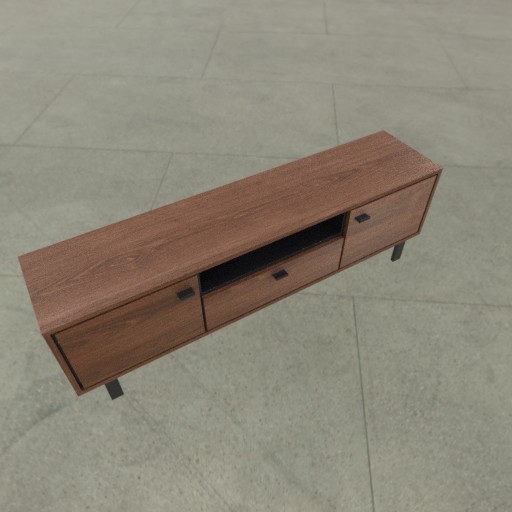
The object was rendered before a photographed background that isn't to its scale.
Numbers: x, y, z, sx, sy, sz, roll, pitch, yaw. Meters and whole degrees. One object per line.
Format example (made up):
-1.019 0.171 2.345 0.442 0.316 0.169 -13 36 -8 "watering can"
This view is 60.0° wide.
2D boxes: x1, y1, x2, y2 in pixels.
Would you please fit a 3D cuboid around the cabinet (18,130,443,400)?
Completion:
0.000 0.000 1.861 1.650 0.500 0.400 -23 50 -21 "cabinet"
